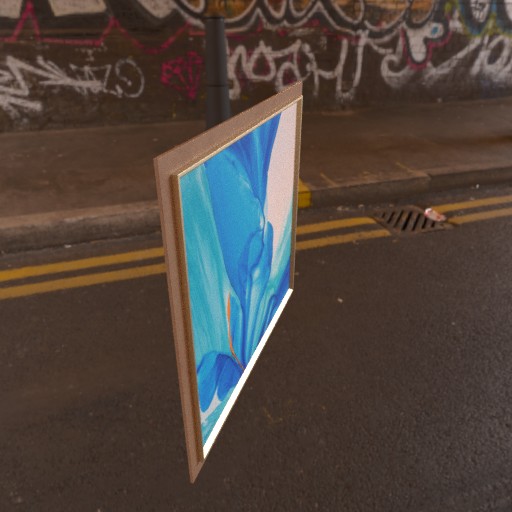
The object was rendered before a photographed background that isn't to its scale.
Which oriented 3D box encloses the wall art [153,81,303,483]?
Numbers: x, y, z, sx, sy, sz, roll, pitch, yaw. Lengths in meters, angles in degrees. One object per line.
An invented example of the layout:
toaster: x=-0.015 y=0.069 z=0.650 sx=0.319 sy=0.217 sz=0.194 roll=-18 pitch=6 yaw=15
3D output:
wall art: x=0.000 y=0.000 z=1.646 sx=0.025 sy=1.067 sz=1.168 roll=10 pitch=31 yaw=17
